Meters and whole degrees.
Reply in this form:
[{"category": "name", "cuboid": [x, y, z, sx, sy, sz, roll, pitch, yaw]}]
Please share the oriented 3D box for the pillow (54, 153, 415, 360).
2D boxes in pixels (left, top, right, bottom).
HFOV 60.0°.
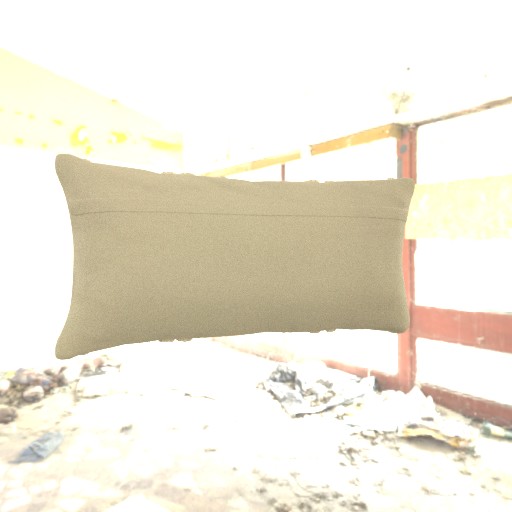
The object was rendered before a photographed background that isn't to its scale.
[{"category": "pillow", "cuboid": [0.000, 0.000, 0.730, 0.608, 0.295, 0.161, 0, 1, -18]}]
